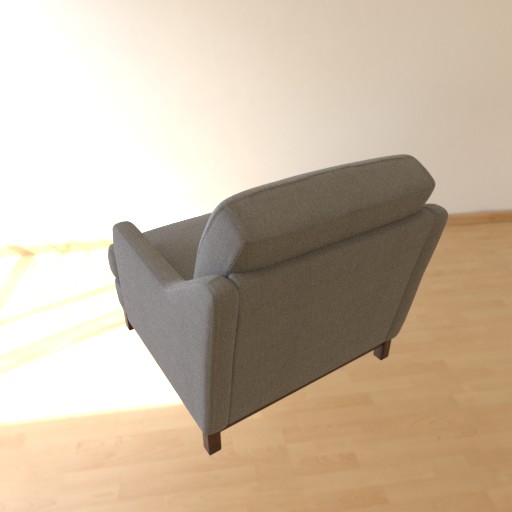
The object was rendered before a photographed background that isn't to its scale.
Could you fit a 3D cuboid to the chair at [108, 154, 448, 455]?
[{"bbox_3d":[0.000,0.000,1.555,0.826,0.821,0.892,-18,35,-29],"label":"chair"}]
